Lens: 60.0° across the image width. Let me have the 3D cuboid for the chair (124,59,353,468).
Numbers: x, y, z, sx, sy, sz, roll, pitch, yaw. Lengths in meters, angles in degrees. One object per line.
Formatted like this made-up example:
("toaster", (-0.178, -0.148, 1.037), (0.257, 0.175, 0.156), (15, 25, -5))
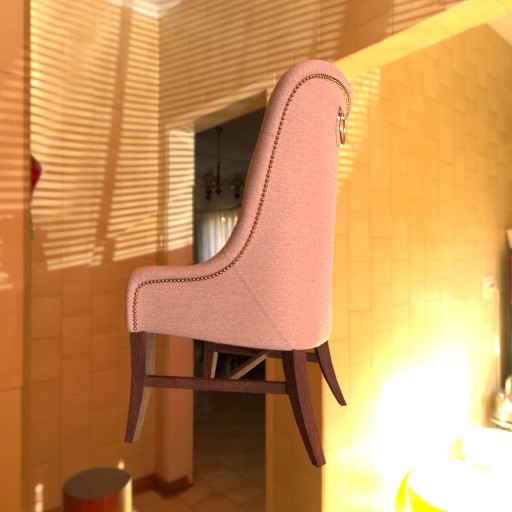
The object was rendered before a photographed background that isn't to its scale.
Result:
("chair", (0.000, 0.000, 1.474), (0.629, 1.091, 0.634), (0, 0, 18))
